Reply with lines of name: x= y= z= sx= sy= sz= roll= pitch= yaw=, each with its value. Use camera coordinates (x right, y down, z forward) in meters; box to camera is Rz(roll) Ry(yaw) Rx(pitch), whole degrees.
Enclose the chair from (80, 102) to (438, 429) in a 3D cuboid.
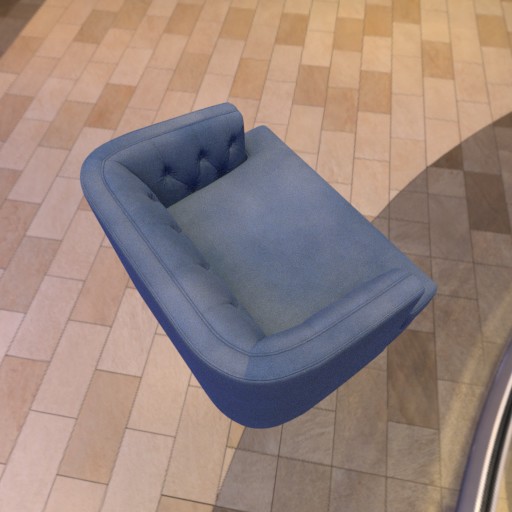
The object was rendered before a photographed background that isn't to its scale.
chair: x=0.000 y=0.000 z=1.776 sx=0.914 sy=0.787 sz=1.118 roll=-32 pitch=63 yaw=-18
